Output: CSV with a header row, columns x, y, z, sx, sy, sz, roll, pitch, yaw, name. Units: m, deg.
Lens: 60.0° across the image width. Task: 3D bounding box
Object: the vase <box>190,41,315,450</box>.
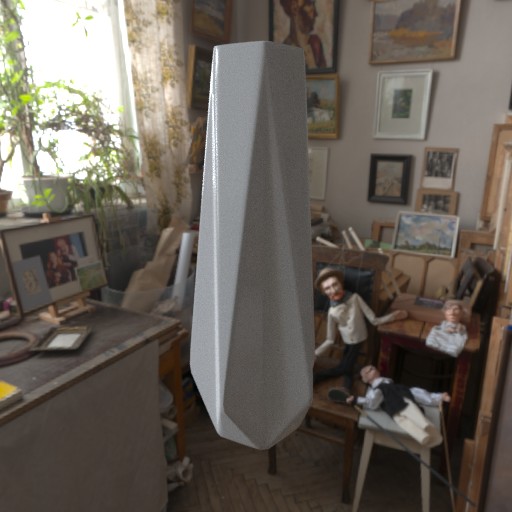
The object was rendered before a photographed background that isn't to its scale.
x,y,z,sx,sy,sz,roll,pitch,yaw,name
0.000,0.000,0.387,0.122,0.329,0.116,-2,15,-9,vase
